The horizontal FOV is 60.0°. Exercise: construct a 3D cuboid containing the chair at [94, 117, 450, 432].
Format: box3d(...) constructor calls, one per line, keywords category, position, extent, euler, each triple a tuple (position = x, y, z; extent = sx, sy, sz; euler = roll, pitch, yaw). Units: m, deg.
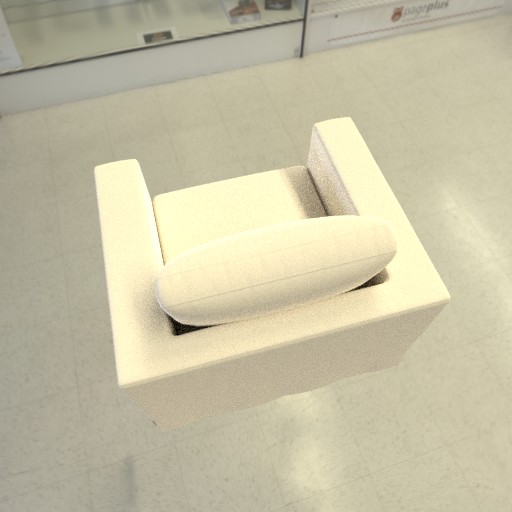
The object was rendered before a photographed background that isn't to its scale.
box3d(category="chair", position=(0.000, 0.000, 1.810), extent=(1.150, 0.878, 0.957), euler=(-13, 59, -8))
